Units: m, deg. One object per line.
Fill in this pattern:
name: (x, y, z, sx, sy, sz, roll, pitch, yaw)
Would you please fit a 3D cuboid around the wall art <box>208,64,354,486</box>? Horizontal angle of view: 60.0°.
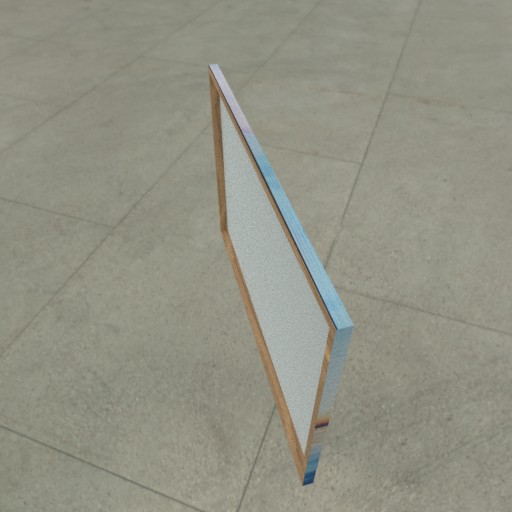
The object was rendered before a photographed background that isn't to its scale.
wall art: (0.000, 0.000, 0.740, 0.018, 0.402, 0.604, -11, 46, -11)
